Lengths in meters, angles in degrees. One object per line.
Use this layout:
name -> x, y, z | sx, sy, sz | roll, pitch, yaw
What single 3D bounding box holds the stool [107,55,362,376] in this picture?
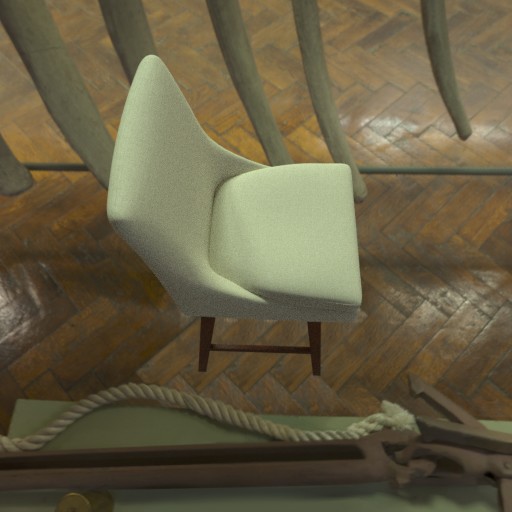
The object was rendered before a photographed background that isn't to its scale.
stool -> 0.000, 0.000, 1.358 | 0.559, 1.097, 0.470 | 2, 62, 1
